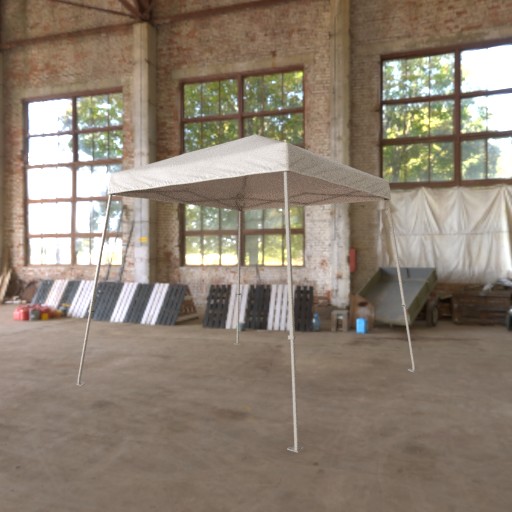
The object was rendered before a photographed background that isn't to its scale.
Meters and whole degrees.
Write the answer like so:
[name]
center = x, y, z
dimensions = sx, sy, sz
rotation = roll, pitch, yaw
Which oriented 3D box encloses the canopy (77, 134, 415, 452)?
[canopy]
center = 0.000, 0.000, 5.212
dimensions = 2.848, 2.849, 2.849
rotation = 0, 0, 36
